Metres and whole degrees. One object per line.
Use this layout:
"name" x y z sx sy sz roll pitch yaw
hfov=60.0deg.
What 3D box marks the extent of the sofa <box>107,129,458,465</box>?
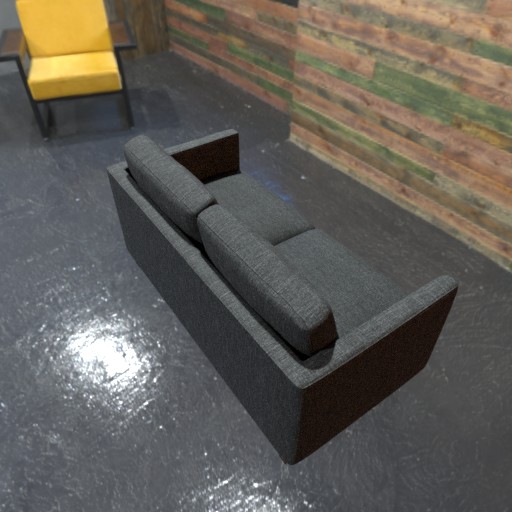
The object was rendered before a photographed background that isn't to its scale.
"sofa" 0.000 0.000 2.492 0.950 0.963 1.884 -25 47 -25
